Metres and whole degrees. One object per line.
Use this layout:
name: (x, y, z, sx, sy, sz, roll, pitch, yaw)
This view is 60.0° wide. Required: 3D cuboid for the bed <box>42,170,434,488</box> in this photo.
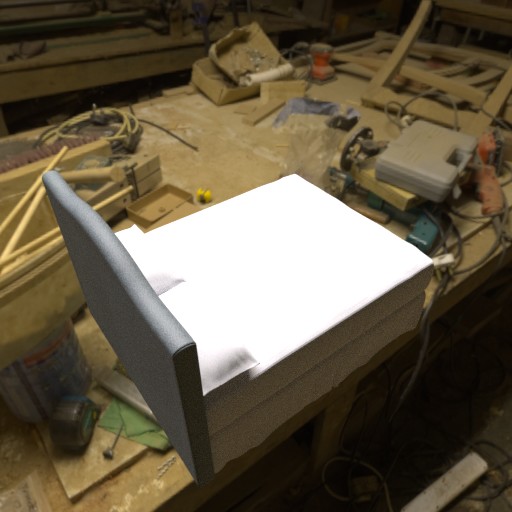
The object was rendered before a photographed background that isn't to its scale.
bed: (0.000, 0.000, 3.180, 2.143, 1.460, 1.753, -26, 47, -27)
